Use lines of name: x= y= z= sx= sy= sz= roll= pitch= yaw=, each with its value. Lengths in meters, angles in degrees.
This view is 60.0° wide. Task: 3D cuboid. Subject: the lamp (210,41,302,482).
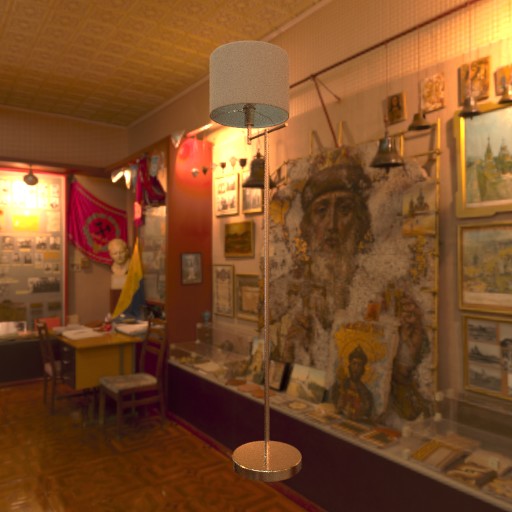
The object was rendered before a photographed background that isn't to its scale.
lamp: x=0.000 y=0.000 z=1.766 sx=0.324 sy=1.600 sz=0.416 roll=0 pitch=0 yaw=-35
